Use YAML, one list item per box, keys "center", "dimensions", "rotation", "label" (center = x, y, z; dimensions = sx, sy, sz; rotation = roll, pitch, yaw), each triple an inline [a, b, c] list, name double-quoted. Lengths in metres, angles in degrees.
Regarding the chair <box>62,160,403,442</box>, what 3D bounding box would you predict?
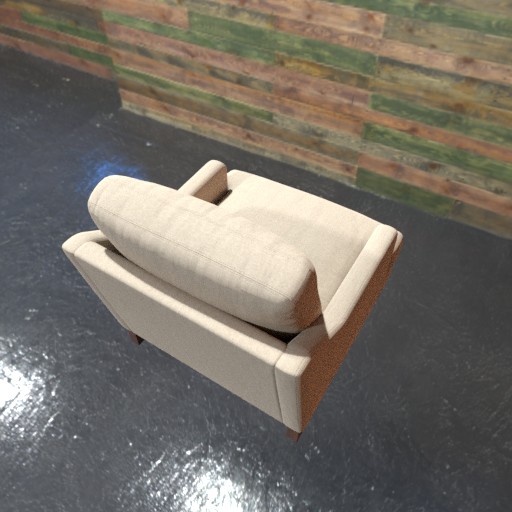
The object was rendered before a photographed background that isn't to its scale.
- center: [0.000, 0.000, 1.740]
  dimensions: [0.912, 0.916, 1.001]
  rotation: [25, 51, 22]
  label: "chair"
